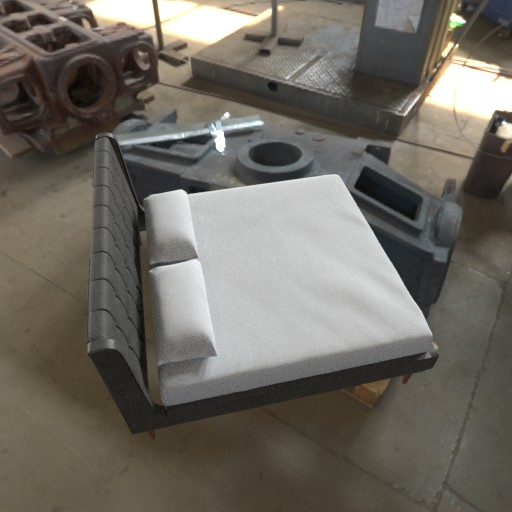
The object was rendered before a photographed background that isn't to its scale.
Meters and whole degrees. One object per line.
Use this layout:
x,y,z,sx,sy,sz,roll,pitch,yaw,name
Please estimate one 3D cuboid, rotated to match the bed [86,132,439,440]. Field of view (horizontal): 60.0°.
0.000,0.000,3.215,2.031,1.158,1.903,-9,47,-9,bed
